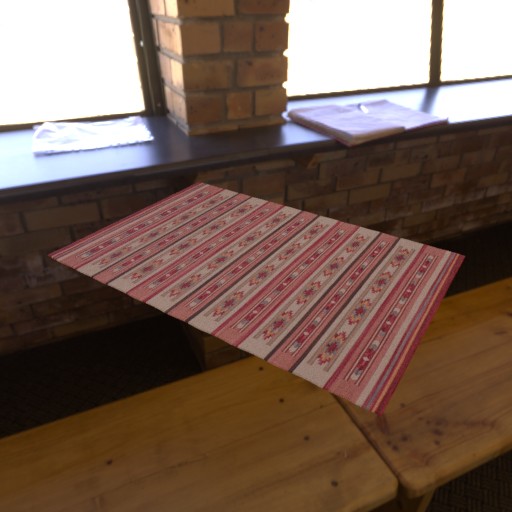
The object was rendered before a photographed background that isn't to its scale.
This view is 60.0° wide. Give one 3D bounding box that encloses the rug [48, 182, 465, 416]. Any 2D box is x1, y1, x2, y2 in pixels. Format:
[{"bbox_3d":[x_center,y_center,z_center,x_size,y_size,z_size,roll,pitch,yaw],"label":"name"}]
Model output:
[{"bbox_3d":[0.000,0.000,2.321,1.817,0.008,1.223,19,36,29],"label":"rug"}]
